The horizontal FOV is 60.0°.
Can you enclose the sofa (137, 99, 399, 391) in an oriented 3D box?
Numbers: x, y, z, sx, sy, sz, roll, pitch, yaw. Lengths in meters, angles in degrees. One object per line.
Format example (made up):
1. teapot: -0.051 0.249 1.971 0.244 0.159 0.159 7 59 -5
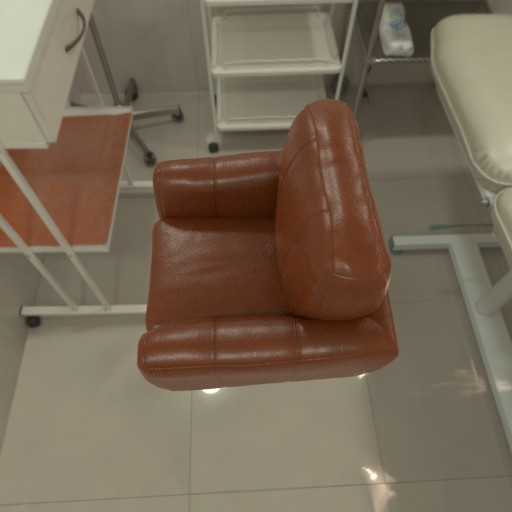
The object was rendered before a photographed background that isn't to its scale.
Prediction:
1. sofa: 0.000 0.000 1.547 0.789 0.876 0.836 -3 59 -2
